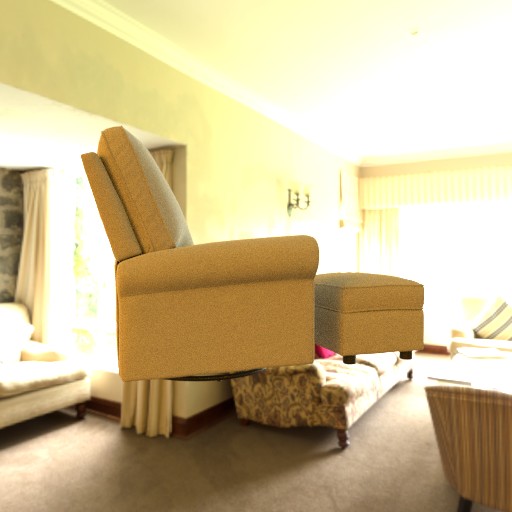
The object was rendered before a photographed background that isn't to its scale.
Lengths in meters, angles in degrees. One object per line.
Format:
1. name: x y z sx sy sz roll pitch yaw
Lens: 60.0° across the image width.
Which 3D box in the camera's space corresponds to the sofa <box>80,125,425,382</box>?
1. sofa: 0.000 0.000 2.058 1.478 0.959 0.880 0 0 -18
